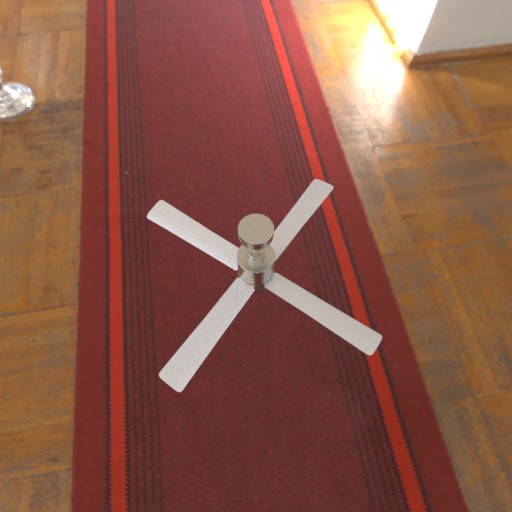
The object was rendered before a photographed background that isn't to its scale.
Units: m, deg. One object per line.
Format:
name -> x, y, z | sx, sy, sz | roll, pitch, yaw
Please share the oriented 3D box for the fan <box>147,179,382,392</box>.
fan -> 0.000, 0.000, 2.335 | 1.525, 0.539, 1.525 | 32, 66, 16
